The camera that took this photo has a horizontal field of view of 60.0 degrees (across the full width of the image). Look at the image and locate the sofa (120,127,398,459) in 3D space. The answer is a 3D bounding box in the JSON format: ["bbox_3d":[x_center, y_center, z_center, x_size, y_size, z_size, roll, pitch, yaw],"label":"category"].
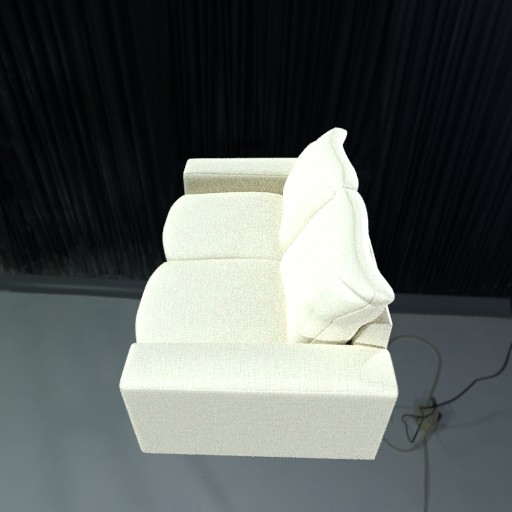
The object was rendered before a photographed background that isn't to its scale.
[{"bbox_3d":[0.000,0.000,2.340,1.091,0.875,1.754,1,40,1],"label":"sofa"}]
